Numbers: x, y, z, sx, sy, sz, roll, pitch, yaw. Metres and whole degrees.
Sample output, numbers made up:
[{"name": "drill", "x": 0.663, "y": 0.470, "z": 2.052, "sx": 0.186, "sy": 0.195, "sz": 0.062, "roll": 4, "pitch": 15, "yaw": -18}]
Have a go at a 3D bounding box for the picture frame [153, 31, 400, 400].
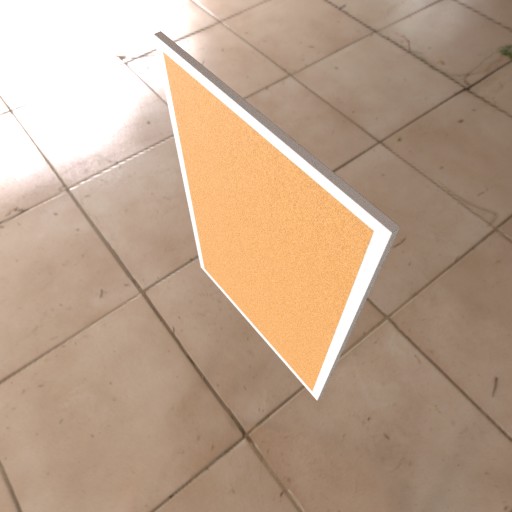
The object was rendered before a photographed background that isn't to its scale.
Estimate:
[{"name": "picture frame", "x": 0.000, "y": 0.000, "z": 0.828, "sx": 0.013, "sy": 0.657, "sz": 0.457, "roll": -34, "pitch": 64, "yaw": -20}]
